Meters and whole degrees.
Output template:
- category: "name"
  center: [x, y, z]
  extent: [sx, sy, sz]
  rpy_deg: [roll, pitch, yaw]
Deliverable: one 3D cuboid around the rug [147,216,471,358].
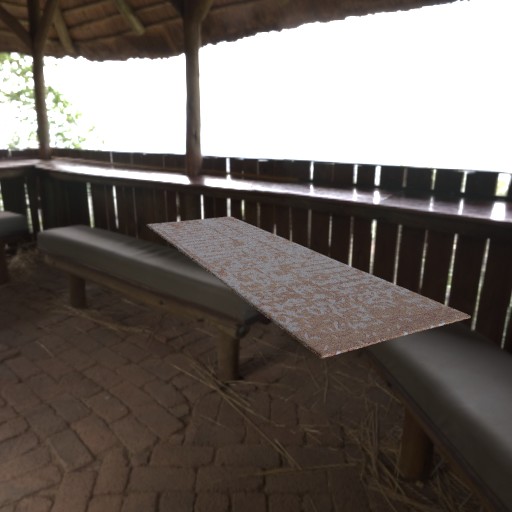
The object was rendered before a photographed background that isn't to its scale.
- category: "rug"
  center: [0.000, 0.000, 2.707]
  extent: [0.750, 0.011, 2.435]
  rpy_deg: [-8, 18, -26]
